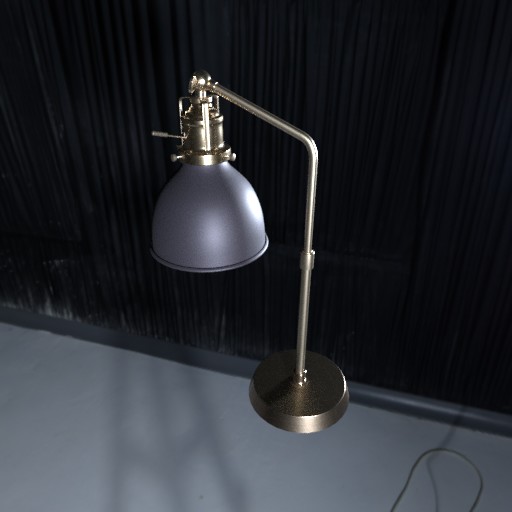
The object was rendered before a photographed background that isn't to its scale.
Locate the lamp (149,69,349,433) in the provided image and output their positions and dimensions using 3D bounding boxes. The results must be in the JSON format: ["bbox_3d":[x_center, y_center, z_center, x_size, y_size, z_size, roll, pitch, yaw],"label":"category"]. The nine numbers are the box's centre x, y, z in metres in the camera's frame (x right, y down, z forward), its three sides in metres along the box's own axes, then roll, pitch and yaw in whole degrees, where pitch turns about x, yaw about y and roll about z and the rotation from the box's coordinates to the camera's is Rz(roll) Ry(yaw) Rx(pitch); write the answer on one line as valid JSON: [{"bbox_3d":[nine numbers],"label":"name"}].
[{"bbox_3d":[0.000,0.000,0.590,0.291,0.456,0.160,8,30,15],"label":"lamp"}]
